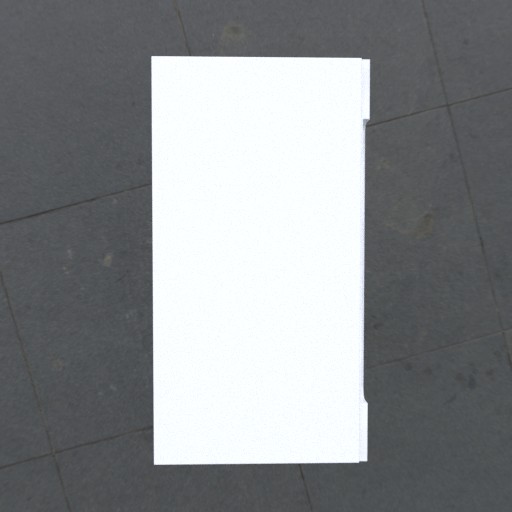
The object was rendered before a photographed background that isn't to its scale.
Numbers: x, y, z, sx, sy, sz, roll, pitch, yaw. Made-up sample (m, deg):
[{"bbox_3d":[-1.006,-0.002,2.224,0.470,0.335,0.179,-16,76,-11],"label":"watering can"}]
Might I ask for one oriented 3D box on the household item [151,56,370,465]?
[{"bbox_3d":[0.000,0.000,1.365,0.420,1.010,0.790,0,92,-1],"label":"household item"}]
